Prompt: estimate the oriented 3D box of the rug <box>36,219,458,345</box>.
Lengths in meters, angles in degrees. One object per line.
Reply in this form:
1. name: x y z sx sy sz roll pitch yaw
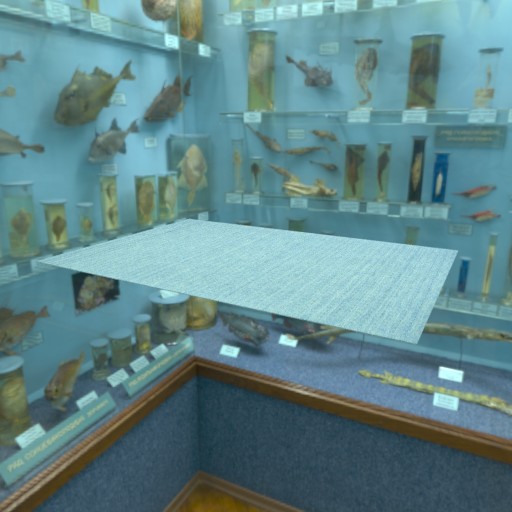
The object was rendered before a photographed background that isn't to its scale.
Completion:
1. rug: 0.000 0.000 3.670 2.895 0.006 1.982 9 18 28
